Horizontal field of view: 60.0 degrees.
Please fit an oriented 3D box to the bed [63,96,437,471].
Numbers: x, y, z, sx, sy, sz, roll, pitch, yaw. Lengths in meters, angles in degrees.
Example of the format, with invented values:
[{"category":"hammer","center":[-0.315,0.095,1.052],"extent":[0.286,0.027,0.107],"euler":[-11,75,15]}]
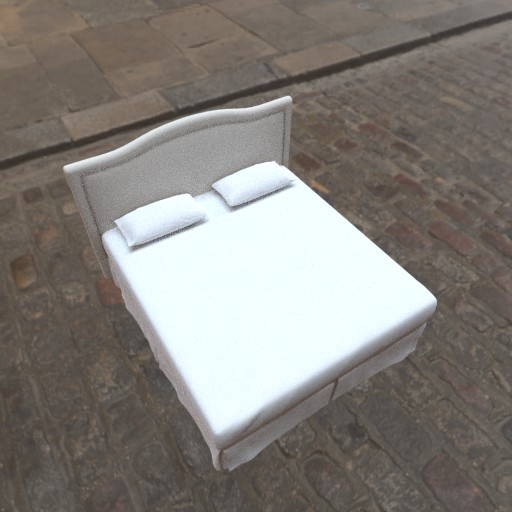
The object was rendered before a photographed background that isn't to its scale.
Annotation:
[{"category":"bed","center":[0.000,0.000,3.515],"extent":[2.083,1.421,2.182],"euler":[-25,51,-22]}]
